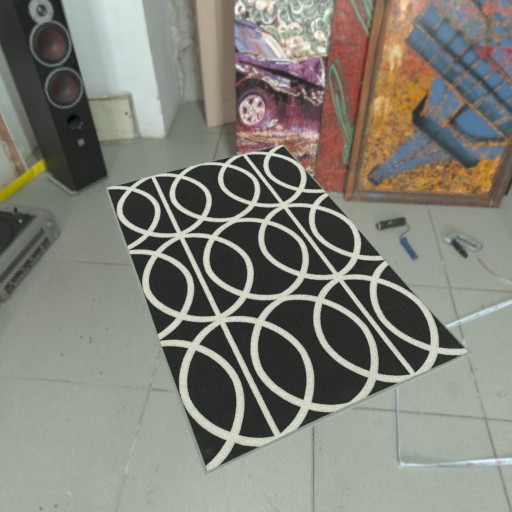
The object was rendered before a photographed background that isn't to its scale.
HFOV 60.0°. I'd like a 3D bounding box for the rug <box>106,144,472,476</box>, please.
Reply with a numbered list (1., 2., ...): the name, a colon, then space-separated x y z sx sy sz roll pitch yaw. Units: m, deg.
1. rug: 0.000 0.000 2.891 1.526 0.014 2.290 -18 48 -17
